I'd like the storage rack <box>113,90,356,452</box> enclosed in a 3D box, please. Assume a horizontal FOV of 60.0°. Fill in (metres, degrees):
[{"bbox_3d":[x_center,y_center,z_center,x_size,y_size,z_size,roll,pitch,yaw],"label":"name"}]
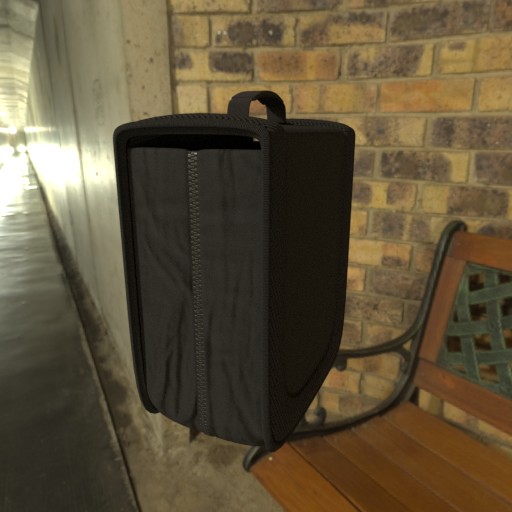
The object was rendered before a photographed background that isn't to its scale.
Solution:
[{"bbox_3d":[0.000,0.000,0.554,0.168,0.387,0.297,7,18,24],"label":"storage rack"}]
